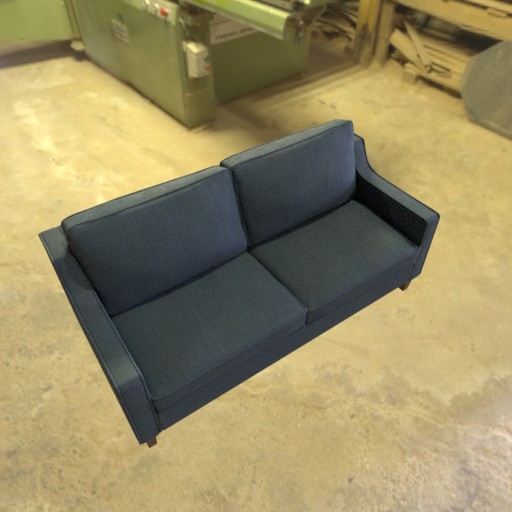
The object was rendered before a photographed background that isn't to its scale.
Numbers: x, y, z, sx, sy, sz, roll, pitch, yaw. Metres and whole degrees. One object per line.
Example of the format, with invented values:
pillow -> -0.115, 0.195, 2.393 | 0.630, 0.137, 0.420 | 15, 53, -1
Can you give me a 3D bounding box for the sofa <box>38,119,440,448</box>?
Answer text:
sofa -> 0.000, 0.000, 2.796 | 2.178, 1.071, 1.066 | -26, 50, -24
